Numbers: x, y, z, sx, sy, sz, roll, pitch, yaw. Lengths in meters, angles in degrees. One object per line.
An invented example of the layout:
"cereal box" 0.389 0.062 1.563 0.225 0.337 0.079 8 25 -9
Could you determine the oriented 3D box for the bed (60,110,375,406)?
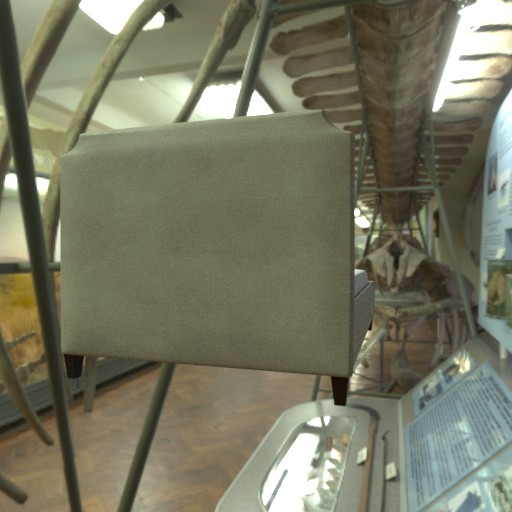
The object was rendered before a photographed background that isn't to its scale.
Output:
"bed" 0.000 0.000 3.454 1.712 1.443 2.372 0 0 18
